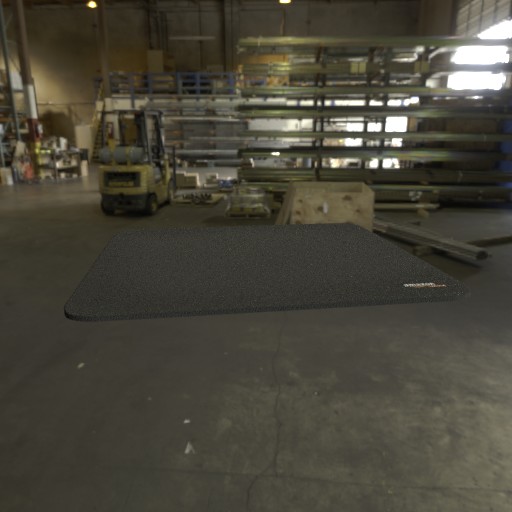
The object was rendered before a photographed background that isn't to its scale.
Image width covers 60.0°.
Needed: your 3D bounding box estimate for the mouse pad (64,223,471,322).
[{"bbox_3d":[0.000,0.000,0.329,0.229,0.003,0.203,-2,16,-8],"label":"mouse pad"}]
